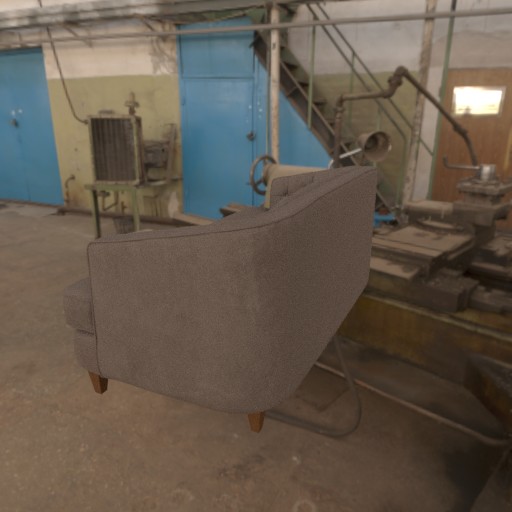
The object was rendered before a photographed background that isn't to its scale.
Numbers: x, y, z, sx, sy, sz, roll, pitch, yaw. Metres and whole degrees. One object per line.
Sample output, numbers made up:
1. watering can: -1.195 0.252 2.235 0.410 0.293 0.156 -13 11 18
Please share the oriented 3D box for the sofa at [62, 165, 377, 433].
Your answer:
1. sofa: 0.000 0.000 2.294 0.941 0.855 1.733 9 21 25
